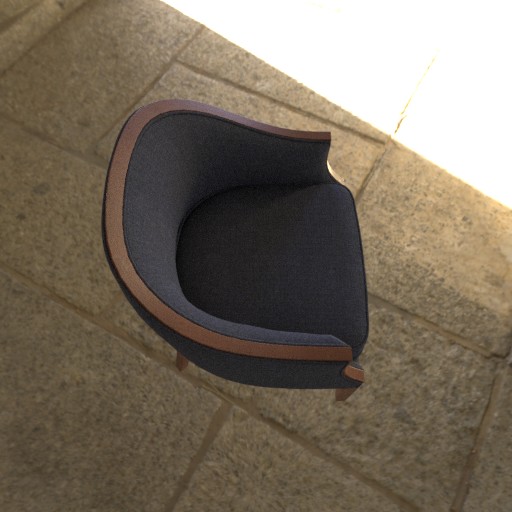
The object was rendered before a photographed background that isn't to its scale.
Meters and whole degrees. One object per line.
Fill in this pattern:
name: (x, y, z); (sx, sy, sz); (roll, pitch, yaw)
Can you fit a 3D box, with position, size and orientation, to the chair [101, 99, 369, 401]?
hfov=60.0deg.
chair: (0.000, 0.000, 1.456); (0.735, 0.876, 0.803); (0, 62, 0)
